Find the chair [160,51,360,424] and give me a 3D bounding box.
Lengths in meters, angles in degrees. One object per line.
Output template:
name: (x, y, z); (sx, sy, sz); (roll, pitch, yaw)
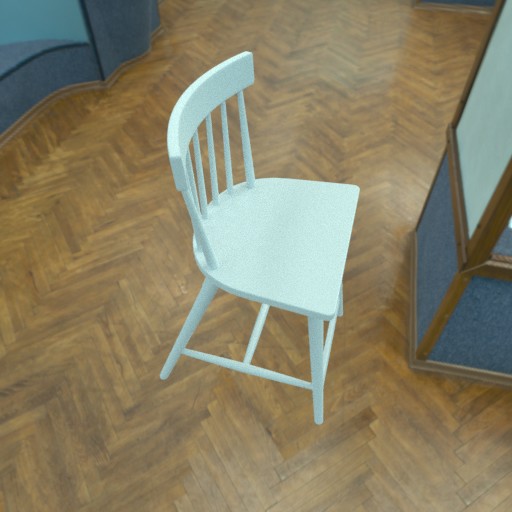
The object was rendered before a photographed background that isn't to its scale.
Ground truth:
chair: (0.000, 0.000, 1.274); (0.572, 0.952, 0.483); (12, 48, 11)
